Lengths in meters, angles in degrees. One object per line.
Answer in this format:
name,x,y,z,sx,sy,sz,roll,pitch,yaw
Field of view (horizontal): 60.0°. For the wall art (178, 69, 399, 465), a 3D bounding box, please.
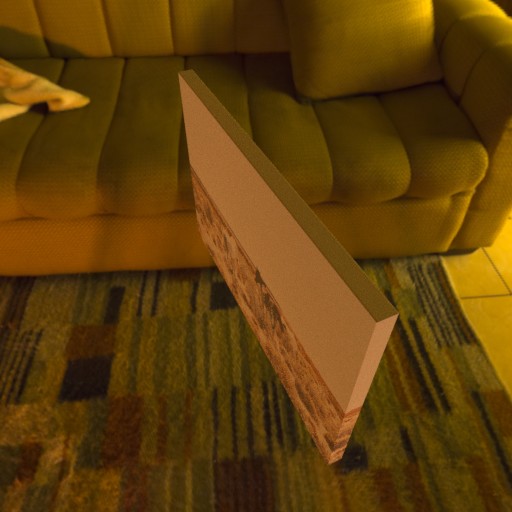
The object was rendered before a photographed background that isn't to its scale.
wall art,0.000,0.000,1.444,0.051,0.761,1.138,-19,50,-17
